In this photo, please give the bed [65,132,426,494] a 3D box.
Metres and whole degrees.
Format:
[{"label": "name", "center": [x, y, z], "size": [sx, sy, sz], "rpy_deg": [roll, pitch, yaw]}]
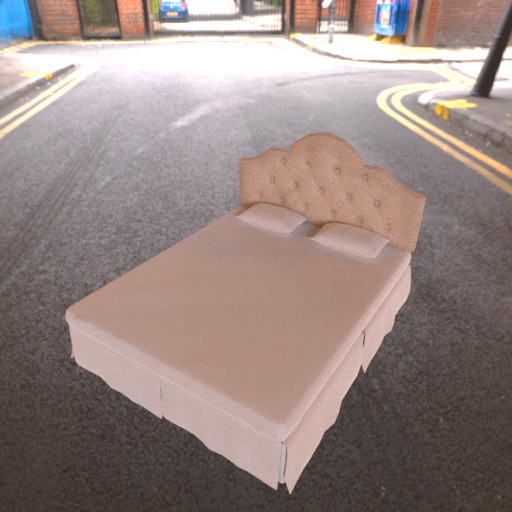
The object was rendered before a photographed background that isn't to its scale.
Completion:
[{"label": "bed", "center": [0.000, 0.000, 2.911], "size": [1.667, 1.194, 1.970], "rpy_deg": [19, 35, 28]}]
